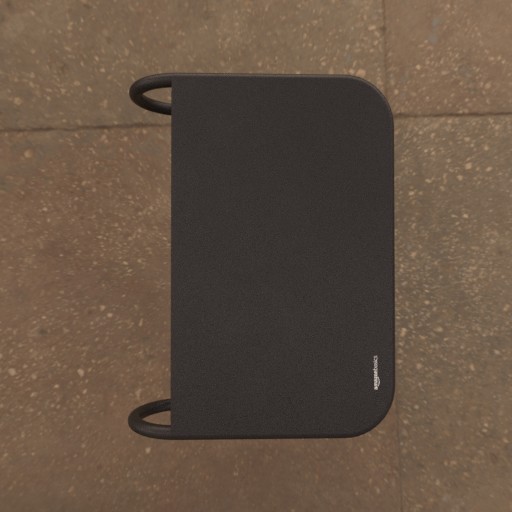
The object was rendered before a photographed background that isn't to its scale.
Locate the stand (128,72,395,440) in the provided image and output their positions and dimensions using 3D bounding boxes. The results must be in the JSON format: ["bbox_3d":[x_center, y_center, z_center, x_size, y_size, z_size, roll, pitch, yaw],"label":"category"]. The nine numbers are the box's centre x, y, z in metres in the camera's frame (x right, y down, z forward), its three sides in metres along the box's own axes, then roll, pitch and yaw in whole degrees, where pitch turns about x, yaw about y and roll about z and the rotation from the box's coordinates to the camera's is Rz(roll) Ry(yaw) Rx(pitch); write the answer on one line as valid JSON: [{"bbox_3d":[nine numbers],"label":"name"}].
[{"bbox_3d":[0.000,0.000,0.495,0.280,0.108,0.370,0,89,-2],"label":"stand"}]
